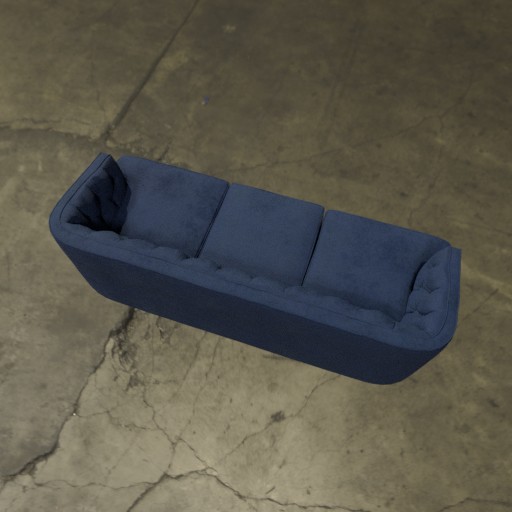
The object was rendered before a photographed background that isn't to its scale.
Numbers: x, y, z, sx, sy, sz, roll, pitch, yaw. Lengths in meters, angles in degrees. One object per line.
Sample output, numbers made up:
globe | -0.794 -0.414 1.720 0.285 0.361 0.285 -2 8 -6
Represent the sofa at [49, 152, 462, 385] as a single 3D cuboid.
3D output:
sofa | 0.000 0.000 2.734 2.278 0.855 0.941 16 63 9
